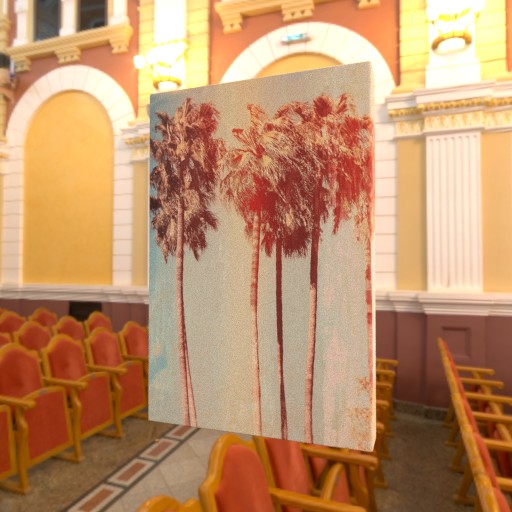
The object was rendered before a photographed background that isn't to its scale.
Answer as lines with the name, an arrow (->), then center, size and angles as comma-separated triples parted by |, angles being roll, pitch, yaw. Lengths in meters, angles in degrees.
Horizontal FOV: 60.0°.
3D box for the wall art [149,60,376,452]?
wall art -> 0.000, 0.000, 0.488 | 0.251, 0.380, 0.039 | 0, -1, 20
